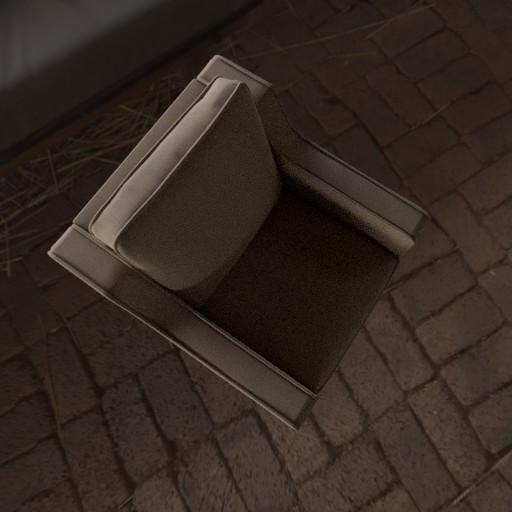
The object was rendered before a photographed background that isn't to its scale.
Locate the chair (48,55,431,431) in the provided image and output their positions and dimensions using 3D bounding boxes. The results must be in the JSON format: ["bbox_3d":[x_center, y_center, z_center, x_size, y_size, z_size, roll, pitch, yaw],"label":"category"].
[{"bbox_3d":[0.000,0.000,1.623,0.909,0.960,0.831,33,77,9],"label":"chair"}]
